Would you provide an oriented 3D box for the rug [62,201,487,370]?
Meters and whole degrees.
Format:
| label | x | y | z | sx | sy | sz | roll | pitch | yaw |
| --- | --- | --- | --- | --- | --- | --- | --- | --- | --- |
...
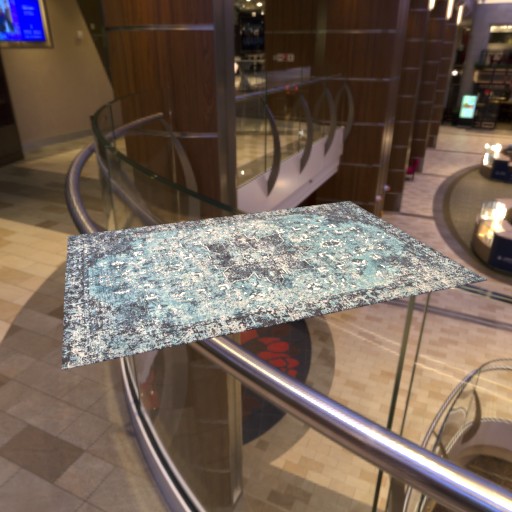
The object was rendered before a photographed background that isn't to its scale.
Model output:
| label | x | y | z | sx | sy | sz | roll | pitch | yaw |
| --- | --- | --- | --- | --- | --- | --- | --- | --- | --- |
| rug | 0.000 | 0.000 | 2.276 | 1.828 | 0.005 | 1.219 | -9 | 27 | -18 |
